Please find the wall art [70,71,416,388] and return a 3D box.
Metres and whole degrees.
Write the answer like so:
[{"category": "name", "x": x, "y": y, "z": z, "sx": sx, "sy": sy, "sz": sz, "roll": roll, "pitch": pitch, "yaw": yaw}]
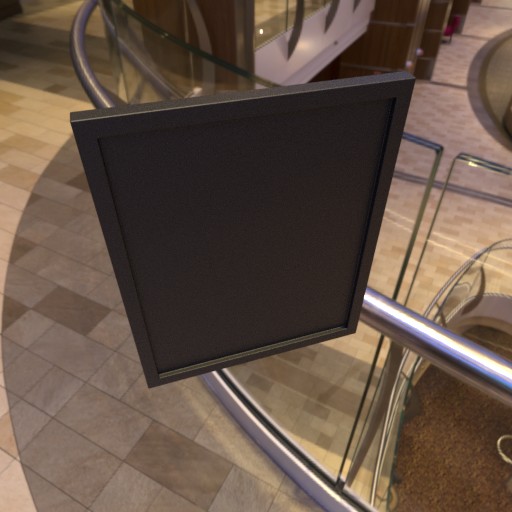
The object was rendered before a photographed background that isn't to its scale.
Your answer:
[{"category": "wall art", "x": 0.000, "y": 0.000, "z": 0.755, "sx": 0.457, "sy": 0.559, "sz": 0.028, "roll": -12, "pitch": 43, "yaw": -13}]
